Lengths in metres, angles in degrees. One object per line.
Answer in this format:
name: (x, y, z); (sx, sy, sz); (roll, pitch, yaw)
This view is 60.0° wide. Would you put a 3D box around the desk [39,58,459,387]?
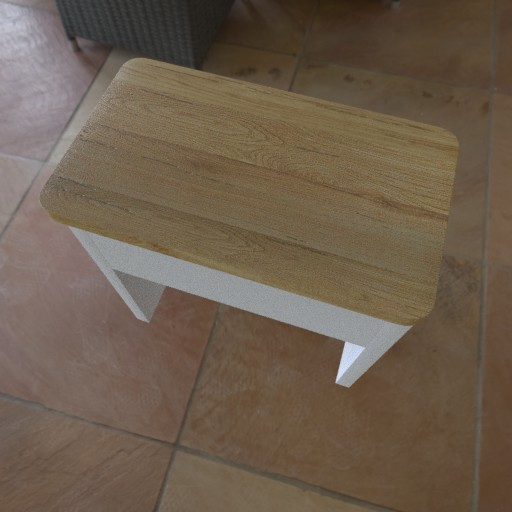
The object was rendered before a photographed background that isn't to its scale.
desk: (0.000, 0.000, 1.237); (0.760, 0.790, 0.440); (16, 65, 8)
